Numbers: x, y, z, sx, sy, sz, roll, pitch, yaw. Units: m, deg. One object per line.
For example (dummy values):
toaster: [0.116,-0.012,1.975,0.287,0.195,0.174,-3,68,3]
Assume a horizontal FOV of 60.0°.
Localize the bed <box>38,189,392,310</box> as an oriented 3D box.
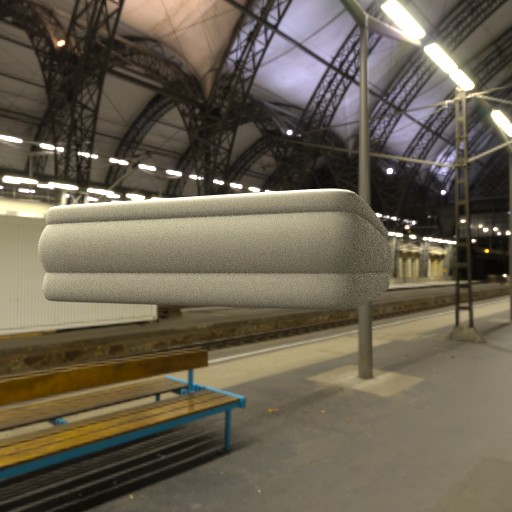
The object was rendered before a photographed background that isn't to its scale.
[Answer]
bed: [0.000,0.000,2.695,1.520,0.460,2.036,-1,-2,20]
